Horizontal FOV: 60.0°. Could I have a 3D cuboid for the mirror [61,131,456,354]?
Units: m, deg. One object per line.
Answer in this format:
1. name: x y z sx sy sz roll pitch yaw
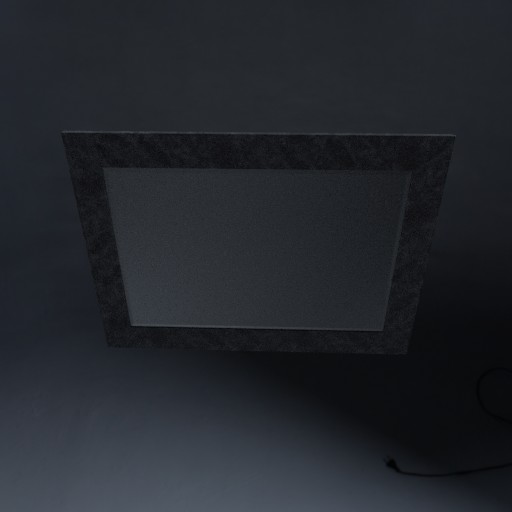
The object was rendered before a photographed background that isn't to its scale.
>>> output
1. mirror: 0.000 0.000 1.445 1.101 0.795 0.022 1 30 2
